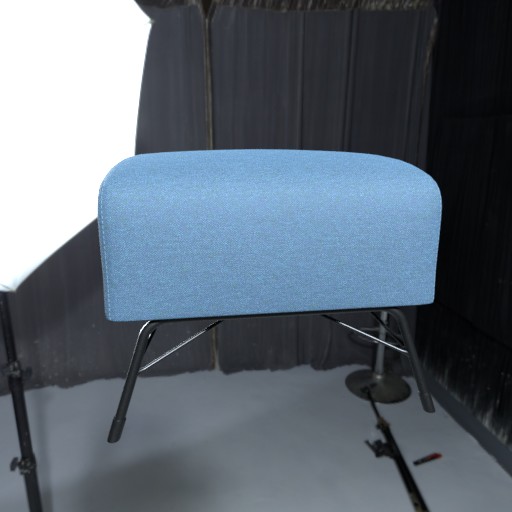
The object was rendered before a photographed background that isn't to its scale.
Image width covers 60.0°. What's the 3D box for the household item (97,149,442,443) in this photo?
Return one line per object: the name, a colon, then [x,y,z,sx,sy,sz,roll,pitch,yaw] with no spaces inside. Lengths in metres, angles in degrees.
household item: [0.000,0.000,0.897,0.530,0.420,0.530,-2,15,-8]
